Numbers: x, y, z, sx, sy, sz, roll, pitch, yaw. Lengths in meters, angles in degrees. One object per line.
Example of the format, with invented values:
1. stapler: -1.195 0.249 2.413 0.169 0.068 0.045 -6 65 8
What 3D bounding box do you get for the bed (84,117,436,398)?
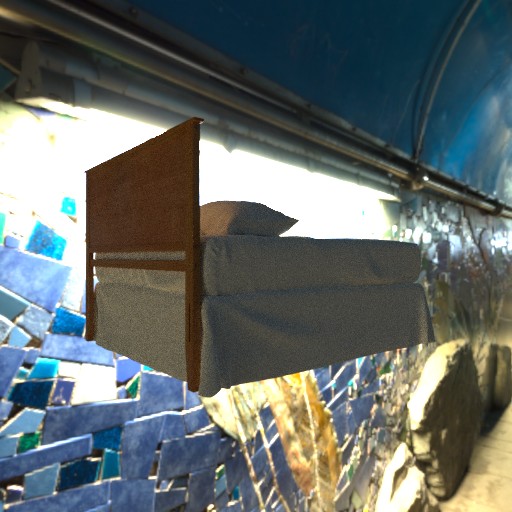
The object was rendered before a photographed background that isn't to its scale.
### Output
1. bed: 0.000 0.000 3.284 2.035 1.273 1.870 0 0 -38
